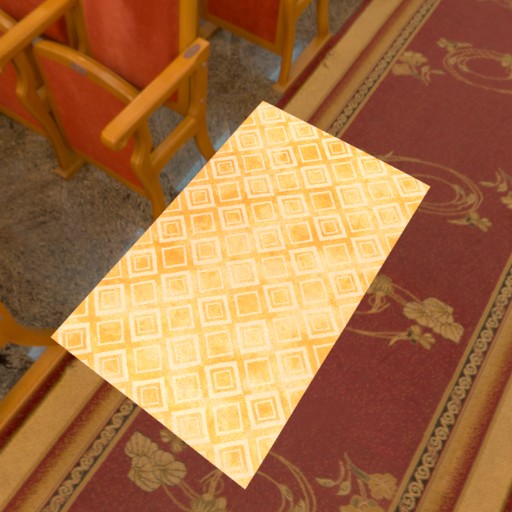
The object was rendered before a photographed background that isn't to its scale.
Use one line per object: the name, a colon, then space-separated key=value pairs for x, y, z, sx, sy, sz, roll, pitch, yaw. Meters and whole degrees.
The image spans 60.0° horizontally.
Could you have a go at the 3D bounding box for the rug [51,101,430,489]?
rug: x=0.000 y=0.000 z=3.061 sx=1.511 sy=0.010 sz=2.424 roll=32 pitch=68 yaw=14
